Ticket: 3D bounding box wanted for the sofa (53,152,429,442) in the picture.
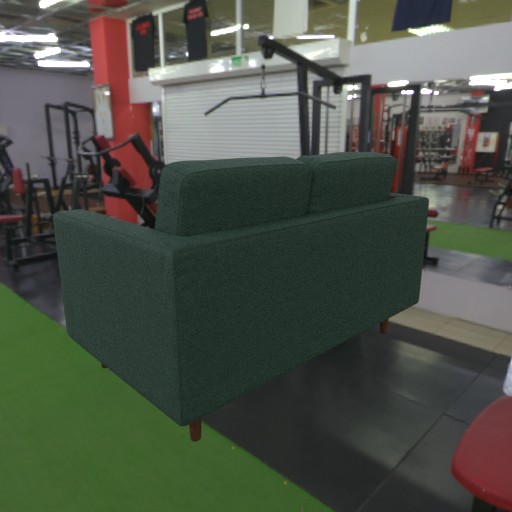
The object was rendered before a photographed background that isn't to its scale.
[{"bbox_3d":[0.000,0.000,1.976,1.430,0.899,0.879,-14,21,-42],"label":"sofa"}]
